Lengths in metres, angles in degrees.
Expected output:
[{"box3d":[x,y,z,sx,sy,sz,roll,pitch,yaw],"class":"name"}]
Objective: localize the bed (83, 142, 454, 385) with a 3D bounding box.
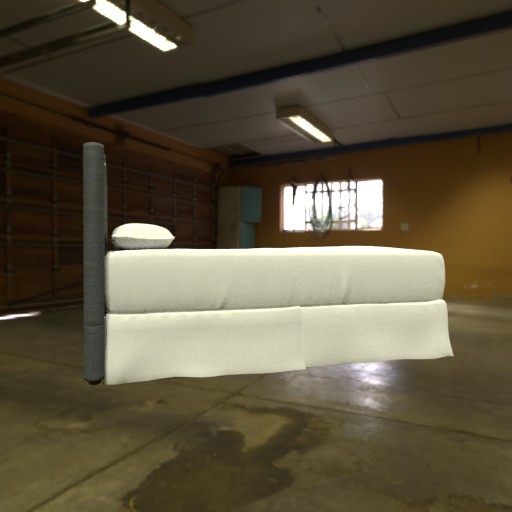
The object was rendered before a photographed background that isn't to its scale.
[{"box3d":[0.000,0.000,3.585,2.507,1.441,1.747,0,1,-18],"class":"bed"}]
